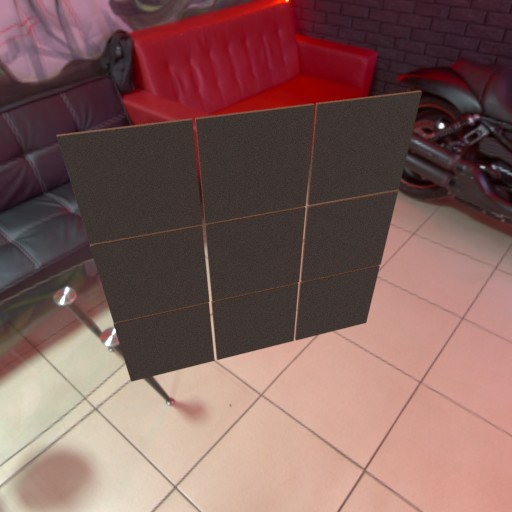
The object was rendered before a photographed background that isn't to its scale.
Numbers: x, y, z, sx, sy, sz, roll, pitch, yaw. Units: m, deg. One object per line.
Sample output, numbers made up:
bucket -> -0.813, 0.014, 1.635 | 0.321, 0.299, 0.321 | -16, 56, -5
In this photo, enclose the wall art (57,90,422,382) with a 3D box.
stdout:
wall art -> 0.000, 0.000, 2.273 | 1.527, 1.521, 0.017 | -11, 41, -13
